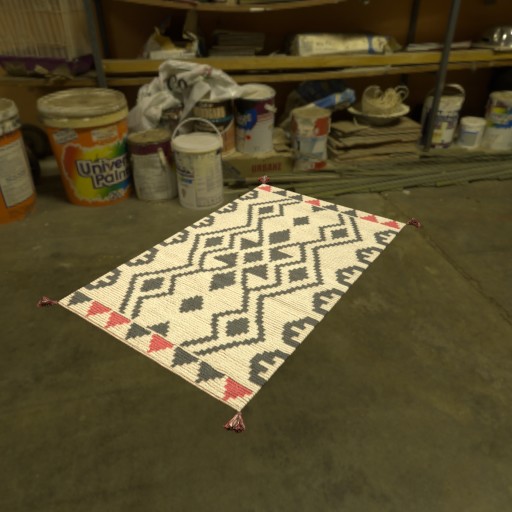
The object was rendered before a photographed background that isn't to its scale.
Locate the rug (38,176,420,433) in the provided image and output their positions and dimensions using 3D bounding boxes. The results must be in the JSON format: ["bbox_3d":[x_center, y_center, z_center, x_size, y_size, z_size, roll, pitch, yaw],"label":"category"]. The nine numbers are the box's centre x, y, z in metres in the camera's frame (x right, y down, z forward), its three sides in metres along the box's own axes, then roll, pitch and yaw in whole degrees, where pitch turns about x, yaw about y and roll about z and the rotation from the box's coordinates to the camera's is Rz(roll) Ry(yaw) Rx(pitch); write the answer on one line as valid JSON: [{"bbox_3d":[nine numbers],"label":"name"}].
[{"bbox_3d":[0.000,0.000,3.413,1.741,0.066,2.672,21,38,29],"label":"rug"}]
